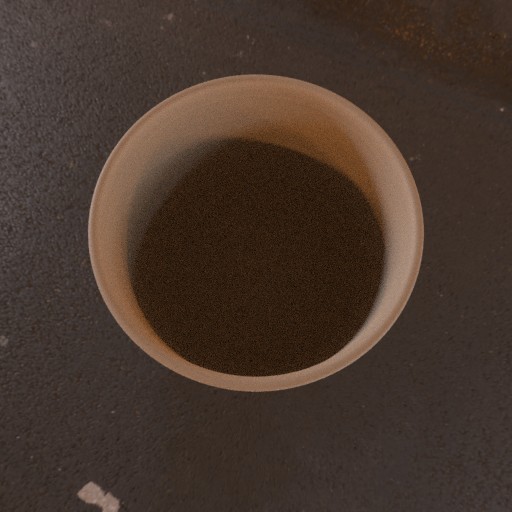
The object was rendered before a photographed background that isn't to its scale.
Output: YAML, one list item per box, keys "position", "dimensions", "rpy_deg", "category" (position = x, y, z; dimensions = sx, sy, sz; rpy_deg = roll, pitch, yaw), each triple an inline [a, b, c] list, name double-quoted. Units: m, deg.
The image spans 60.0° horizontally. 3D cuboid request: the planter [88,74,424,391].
- position: [0.000, 0.000, 0.215]
  dimensions: [0.124, 0.109, 0.124]
  rpy_deg: [0, 74, 0]
  category: "planter"
